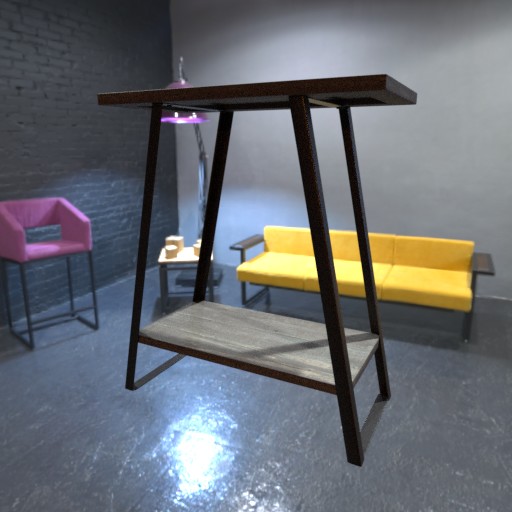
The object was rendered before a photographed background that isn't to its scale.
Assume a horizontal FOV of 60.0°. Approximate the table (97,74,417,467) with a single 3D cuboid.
[{"bbox_3d":[0.000,0.000,1.012,0.599,0.701,0.300,7,16,27],"label":"table"}]
